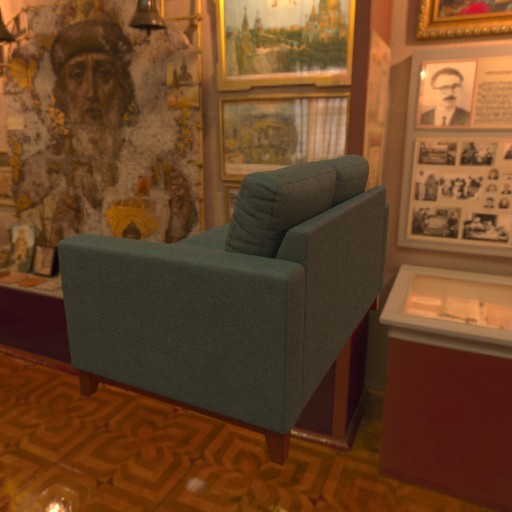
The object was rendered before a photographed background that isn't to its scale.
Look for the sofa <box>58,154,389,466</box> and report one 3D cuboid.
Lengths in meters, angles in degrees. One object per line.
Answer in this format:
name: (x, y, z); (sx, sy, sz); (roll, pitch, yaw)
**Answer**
sofa: (0.000, 0.000, 2.099); (0.955, 0.903, 1.489); (8, 17, 25)
